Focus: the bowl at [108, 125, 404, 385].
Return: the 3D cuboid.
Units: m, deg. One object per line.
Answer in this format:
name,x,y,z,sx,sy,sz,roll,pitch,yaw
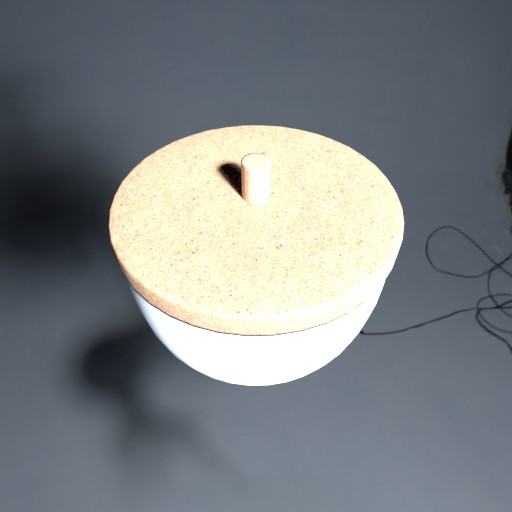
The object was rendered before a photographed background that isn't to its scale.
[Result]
bowl,0.000,0.000,0.218,0.126,0.110,0.126,0,46,0
